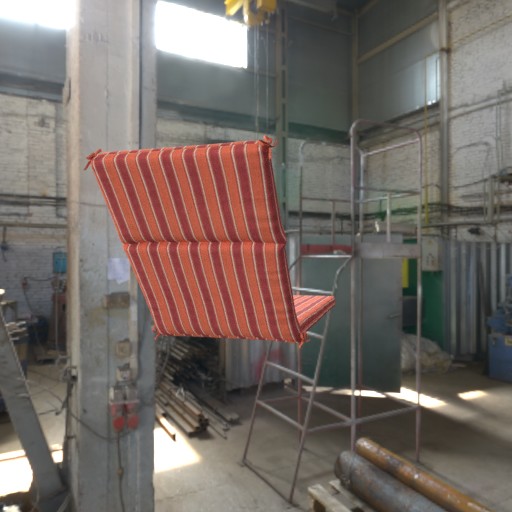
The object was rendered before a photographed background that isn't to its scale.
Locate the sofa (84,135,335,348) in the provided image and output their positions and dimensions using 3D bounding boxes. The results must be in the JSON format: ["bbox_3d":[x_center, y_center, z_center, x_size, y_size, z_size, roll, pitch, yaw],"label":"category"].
[{"bbox_3d":[0.000,0.000,1.953,0.582,0.622,1.663,0,0,16],"label":"sofa"}]
